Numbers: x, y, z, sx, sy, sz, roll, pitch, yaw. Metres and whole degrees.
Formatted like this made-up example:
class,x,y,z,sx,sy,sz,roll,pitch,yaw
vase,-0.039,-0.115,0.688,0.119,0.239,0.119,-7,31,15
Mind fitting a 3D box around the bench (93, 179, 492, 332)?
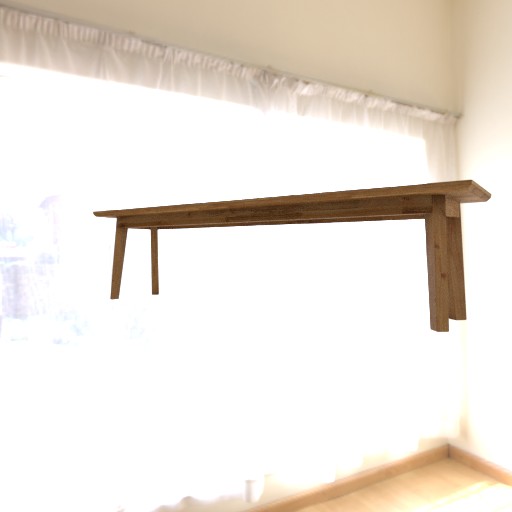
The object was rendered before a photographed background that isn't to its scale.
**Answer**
class,x,y,z,sx,sy,sz,roll,pitch,yaw
bench,0.000,0.000,1.847,1.698,0.431,0.378,0,1,35
